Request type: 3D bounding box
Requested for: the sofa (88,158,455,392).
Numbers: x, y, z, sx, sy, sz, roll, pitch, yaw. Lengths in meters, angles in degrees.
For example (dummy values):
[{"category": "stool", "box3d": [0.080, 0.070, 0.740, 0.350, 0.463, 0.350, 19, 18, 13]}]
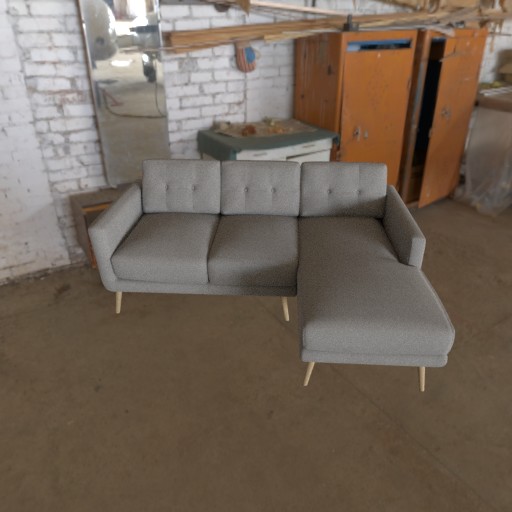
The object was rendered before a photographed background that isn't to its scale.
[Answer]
[{"category": "sofa", "box3d": [0.000, 0.000, 2.838, 2.040, 0.860, 1.530, 2, 29, 3]}]
